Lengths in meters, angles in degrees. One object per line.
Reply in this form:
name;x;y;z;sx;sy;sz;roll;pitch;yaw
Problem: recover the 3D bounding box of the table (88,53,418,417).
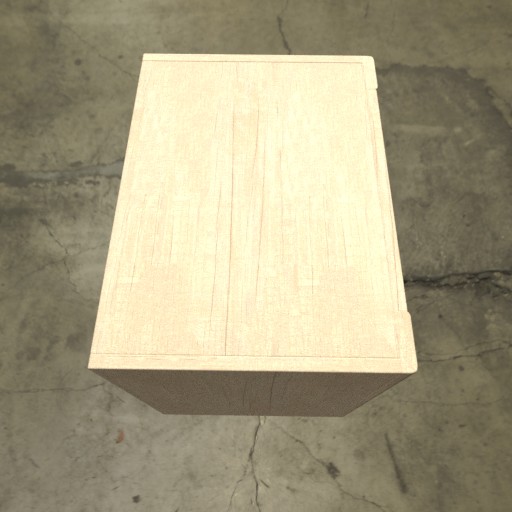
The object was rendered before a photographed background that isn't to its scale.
table;0.000;0.000;0.913;0.420;0.510;0.570;1;64;0
